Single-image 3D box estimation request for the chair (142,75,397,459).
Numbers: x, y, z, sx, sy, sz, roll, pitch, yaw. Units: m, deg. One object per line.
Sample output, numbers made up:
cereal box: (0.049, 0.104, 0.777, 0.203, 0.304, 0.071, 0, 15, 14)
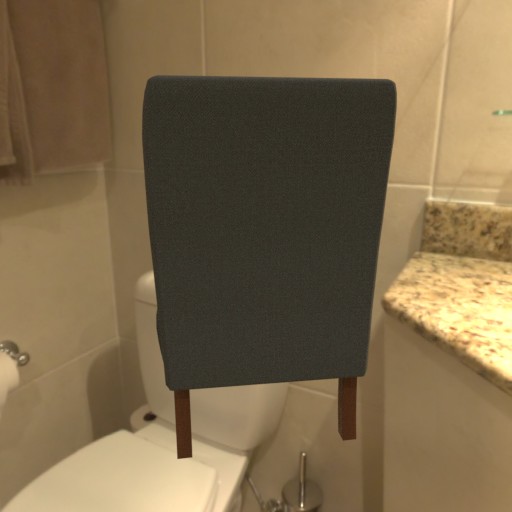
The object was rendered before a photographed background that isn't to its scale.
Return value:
chair: (0.000, 0.000, 1.149, 0.513, 0.804, 0.592, -2, 16, -9)
